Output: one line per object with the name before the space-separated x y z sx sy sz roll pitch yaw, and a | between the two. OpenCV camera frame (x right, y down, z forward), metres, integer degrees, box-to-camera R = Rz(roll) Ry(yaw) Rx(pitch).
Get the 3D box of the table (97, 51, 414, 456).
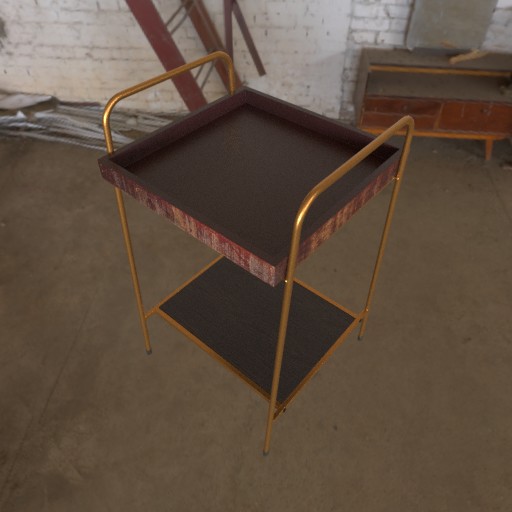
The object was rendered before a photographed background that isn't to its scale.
table | 0.000 0.000 0.984 0.430 0.710 0.430 31 53 27
